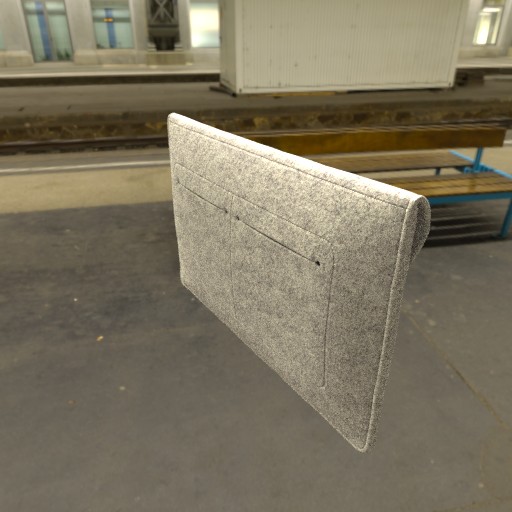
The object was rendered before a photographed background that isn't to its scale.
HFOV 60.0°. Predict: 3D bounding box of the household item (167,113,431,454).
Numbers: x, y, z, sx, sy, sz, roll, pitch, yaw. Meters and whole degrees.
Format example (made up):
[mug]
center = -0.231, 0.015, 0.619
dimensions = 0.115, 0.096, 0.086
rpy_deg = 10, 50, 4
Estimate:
[household item]
center = 0.000, 0.000, 0.430
dimensions = 0.057, 0.221, 0.335
rpy_deg = -18, 32, -30
